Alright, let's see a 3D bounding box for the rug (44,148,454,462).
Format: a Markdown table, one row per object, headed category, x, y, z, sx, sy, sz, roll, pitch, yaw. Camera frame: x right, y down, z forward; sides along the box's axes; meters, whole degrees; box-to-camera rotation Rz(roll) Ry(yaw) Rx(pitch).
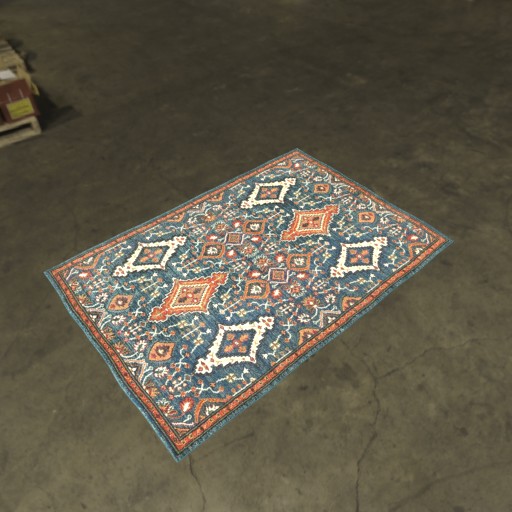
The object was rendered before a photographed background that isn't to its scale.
| category | x | y | z | sx | sy | sz | roll | pitch | yaw |
| --- | --- | --- | --- | --- | --- | --- | --- | --- | --- |
| rug | 0.000 | 0.000 | 3.055 | 2.373 | 0.009 | 1.622 | -31 | 53 | -27 |
